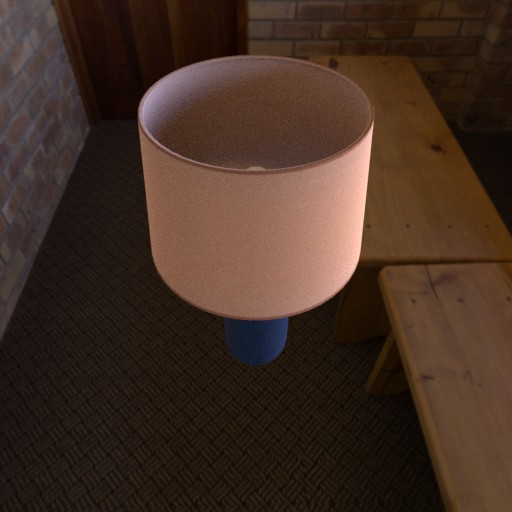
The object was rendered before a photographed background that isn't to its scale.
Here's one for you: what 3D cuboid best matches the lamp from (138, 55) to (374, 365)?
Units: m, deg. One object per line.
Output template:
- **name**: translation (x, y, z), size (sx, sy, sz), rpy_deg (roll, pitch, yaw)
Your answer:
- **lamp**: translation (0.000, 0.000, 0.828), size (0.367, 0.609, 0.367), rpy_deg (0, 46, 0)
